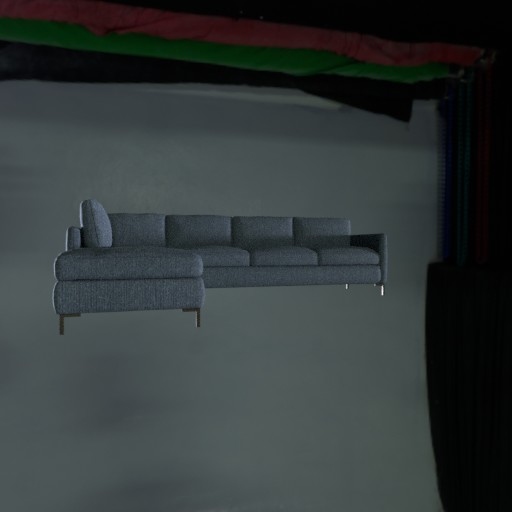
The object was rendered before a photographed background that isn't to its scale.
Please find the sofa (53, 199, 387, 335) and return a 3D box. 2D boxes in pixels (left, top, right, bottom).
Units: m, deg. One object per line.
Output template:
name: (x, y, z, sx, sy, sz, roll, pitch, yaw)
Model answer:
sofa: (0.000, 0.000, 3.769, 2.949, 0.815, 2.007, 0, 1, -18)
